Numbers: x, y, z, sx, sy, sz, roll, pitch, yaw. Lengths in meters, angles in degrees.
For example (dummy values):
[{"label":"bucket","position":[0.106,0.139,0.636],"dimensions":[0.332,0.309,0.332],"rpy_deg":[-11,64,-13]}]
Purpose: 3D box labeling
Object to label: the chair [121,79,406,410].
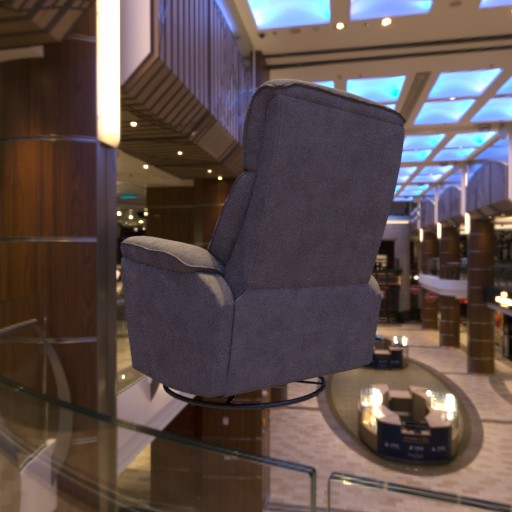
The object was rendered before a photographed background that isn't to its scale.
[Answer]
[{"label":"chair","position":[0.000,0.000,1.743],"dimensions":[0.830,1.036,1.009],"rpy_deg":[0,0,-35]}]
